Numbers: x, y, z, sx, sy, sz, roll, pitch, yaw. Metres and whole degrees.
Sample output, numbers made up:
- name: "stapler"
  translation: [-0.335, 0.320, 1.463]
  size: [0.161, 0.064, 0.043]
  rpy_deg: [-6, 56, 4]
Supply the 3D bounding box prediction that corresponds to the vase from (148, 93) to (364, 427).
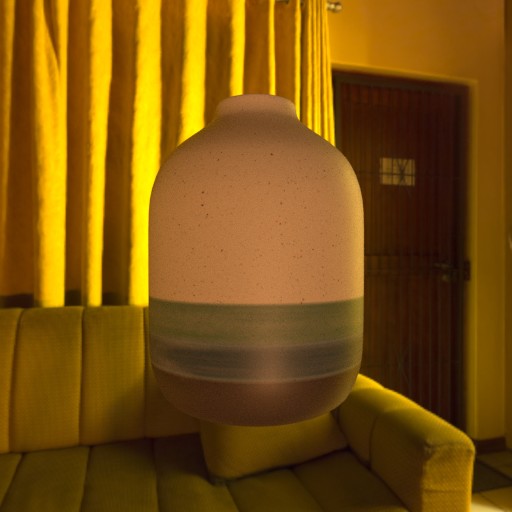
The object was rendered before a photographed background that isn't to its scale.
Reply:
- name: "vase"
  translation: [0.000, 0.000, 0.358]
  size: [0.169, 0.240, 0.169]
  rpy_deg: [0, 0, 0]
